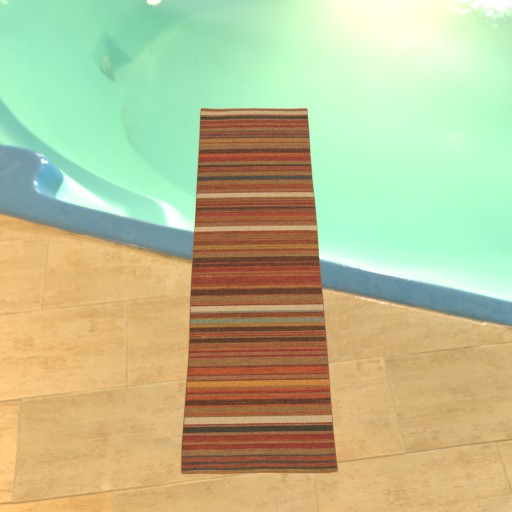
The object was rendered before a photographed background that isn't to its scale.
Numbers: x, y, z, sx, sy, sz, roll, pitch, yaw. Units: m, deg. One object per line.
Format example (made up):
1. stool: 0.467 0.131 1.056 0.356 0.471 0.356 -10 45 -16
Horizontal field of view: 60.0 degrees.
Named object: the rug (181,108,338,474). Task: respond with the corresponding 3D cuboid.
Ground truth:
1. rug: 0.000 0.000 2.768 0.799 0.030 2.444 -1 64 0
